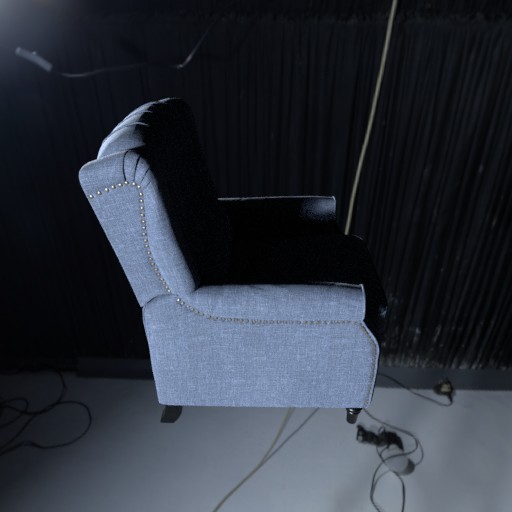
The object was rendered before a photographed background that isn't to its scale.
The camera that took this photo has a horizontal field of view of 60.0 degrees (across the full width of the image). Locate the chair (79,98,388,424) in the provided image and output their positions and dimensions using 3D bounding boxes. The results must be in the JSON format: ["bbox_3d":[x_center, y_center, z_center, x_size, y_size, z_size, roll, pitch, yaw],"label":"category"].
[{"bbox_3d":[0.000,0.000,1.615,0.898,1.035,0.742,1,32,1],"label":"chair"}]
